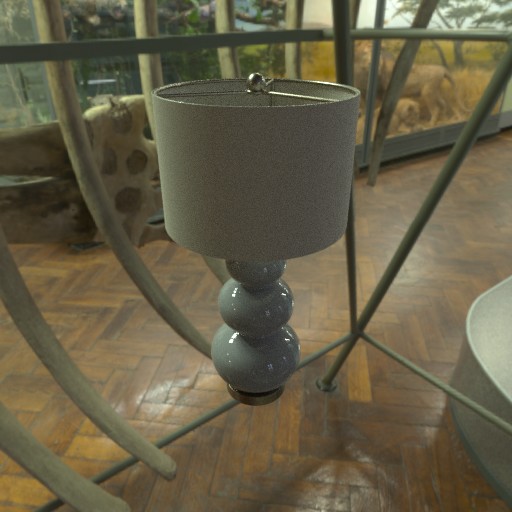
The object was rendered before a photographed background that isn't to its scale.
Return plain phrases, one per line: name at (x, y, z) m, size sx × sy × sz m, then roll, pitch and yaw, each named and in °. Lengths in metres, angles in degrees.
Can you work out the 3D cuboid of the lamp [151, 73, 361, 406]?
lamp at (0.000, 0.000, 0.952) m, size 0.367 × 0.730 × 0.367 m, roll -19°, pitch 33°, yaw -32°
